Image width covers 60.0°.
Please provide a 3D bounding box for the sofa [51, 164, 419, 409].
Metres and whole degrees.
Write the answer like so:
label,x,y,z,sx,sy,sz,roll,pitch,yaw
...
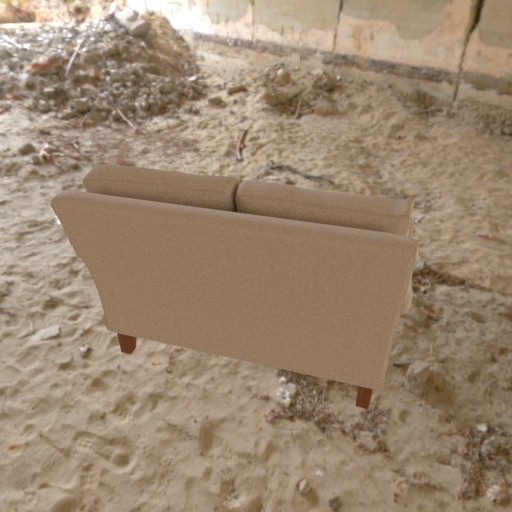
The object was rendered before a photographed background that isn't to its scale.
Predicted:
label,x,y,z,sx,sy,sz,roll,pitch,yaw
sofa,0.000,0.000,2.292,1.508,1.048,1.087,9,33,14
